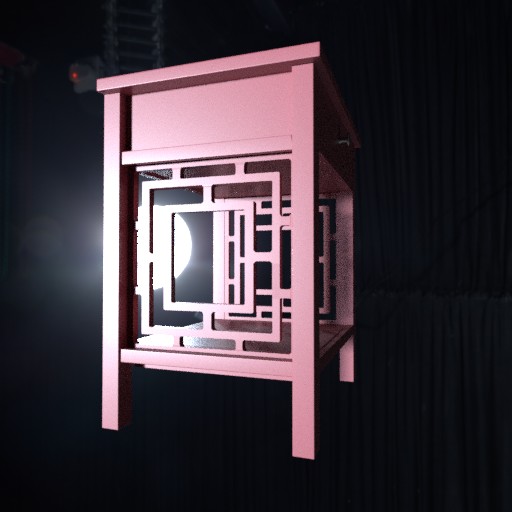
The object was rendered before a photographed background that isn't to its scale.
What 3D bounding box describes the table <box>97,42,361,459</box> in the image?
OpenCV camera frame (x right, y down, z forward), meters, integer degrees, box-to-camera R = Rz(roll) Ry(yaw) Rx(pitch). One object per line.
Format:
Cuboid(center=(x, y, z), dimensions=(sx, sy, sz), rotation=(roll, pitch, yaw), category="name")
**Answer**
Cuboid(center=(0.000, 0.000, 1.069), dimensions=(0.451, 0.686, 0.599), rotation=(0, -1, 19), category="table")
